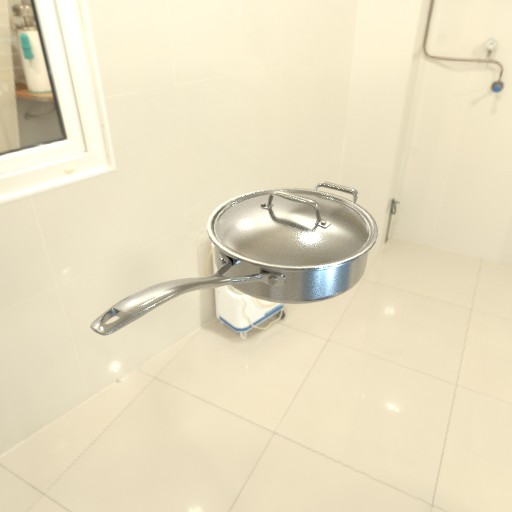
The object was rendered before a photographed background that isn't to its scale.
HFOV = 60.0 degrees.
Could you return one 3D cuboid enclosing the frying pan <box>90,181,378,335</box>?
[{"bbox_3d":[0.000,0.000,0.588,0.245,0.111,0.492,21,38,29],"label":"frying pan"}]
